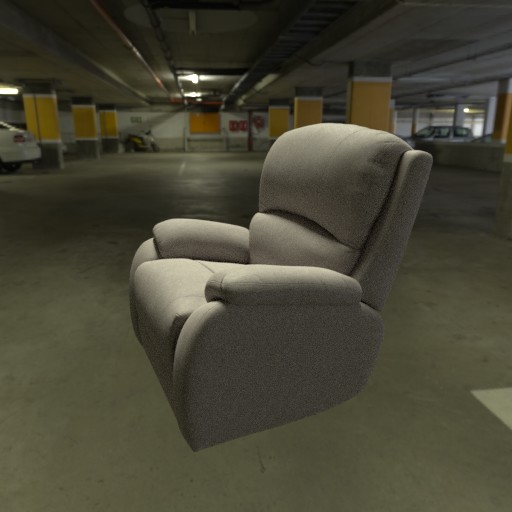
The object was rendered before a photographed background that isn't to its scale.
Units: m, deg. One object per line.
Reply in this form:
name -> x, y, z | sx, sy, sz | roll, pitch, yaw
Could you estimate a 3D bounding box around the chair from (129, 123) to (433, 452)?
chair -> 0.000, 0.000, 1.752 | 0.899, 1.011, 0.930 | -7, 17, -24
